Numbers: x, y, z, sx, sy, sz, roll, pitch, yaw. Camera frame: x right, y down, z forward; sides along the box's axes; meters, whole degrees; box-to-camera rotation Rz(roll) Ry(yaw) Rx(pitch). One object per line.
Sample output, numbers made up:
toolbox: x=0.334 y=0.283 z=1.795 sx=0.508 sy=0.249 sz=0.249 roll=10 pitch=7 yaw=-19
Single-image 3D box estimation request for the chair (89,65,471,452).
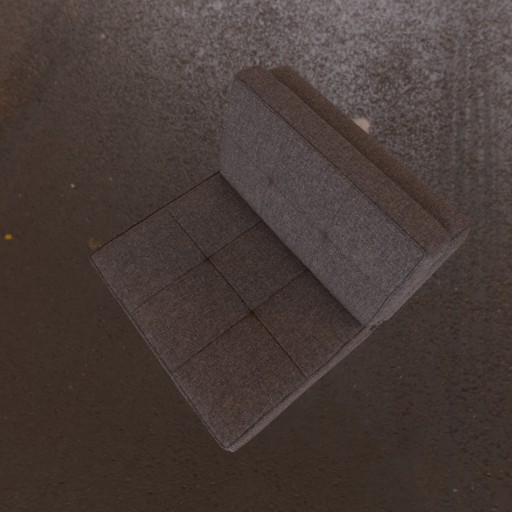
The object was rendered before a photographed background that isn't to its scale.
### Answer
chair: x=0.000 y=0.000 z=1.304 sx=0.800 sy=0.615 sz=0.740 roll=-36 pitch=69 yaw=-16
